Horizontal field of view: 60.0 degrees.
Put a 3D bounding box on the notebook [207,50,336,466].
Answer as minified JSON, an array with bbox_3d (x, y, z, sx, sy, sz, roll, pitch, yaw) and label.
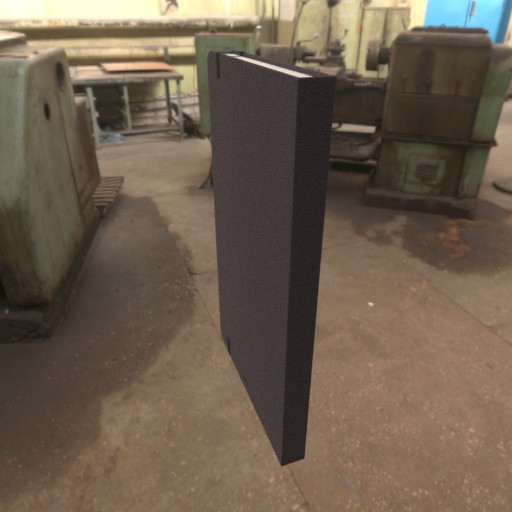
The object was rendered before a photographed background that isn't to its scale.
[{"bbox_3d":[0.000,0.000,0.261,0.016,0.213,0.127,-10,31,-17],"label":"notebook"}]
